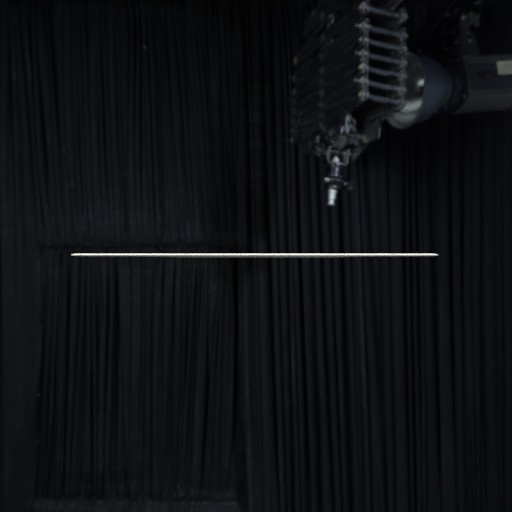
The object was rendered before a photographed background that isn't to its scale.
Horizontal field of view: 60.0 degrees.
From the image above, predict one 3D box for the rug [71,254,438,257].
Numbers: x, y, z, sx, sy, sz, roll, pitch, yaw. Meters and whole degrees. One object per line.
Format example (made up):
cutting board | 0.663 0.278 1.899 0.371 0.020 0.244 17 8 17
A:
rug | 0.000 0.000 3.047 1.529 0.012 2.435 0 0 0
